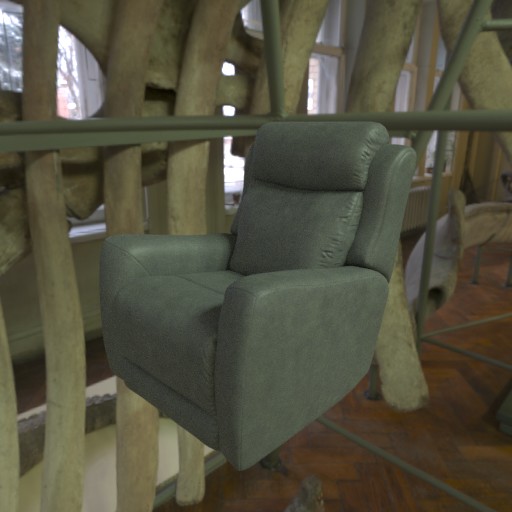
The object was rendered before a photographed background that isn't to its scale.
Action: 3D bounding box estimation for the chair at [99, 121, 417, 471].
[{"bbox_3d":[0.000,0.000,1.922,1.068,1.116,0.965,-16,23,-42],"label":"chair"}]
